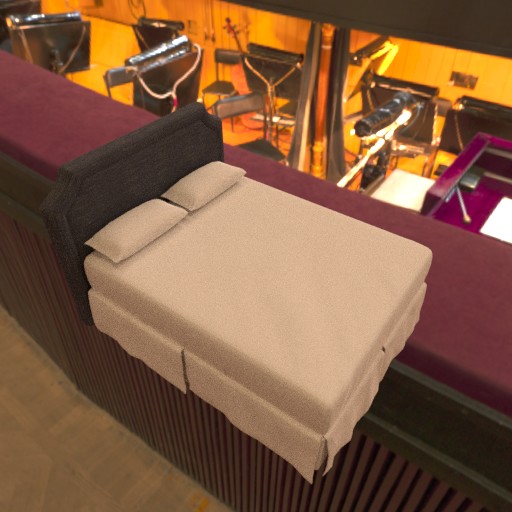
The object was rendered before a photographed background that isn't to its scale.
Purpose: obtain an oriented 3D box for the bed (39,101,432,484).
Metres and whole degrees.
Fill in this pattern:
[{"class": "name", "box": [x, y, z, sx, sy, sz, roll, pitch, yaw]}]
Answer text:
[{"class": "bed", "box": [0.000, 0.000, 3.056, 2.116, 1.290, 1.693, 25, 47, 26]}]
